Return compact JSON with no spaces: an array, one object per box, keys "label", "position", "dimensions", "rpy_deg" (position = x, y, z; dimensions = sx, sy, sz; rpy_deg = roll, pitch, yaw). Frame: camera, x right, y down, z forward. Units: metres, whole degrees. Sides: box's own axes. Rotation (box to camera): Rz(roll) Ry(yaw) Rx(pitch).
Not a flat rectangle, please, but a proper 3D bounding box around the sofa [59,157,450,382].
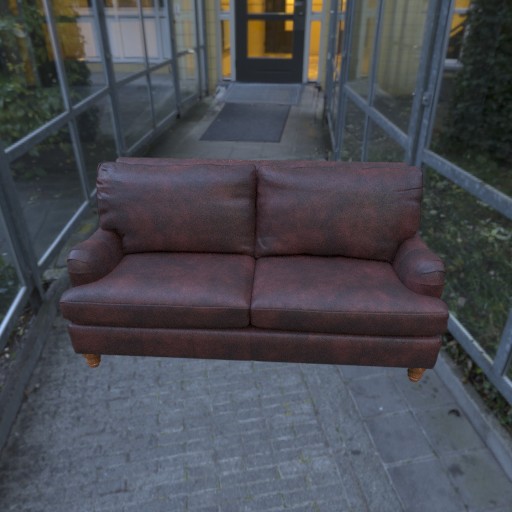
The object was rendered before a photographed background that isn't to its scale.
[{"label":"sofa","position":[0.000,0.000,2.835],"dimensions":[2.144,1.071,1.147],"rpy_deg":[2,30,3]}]
